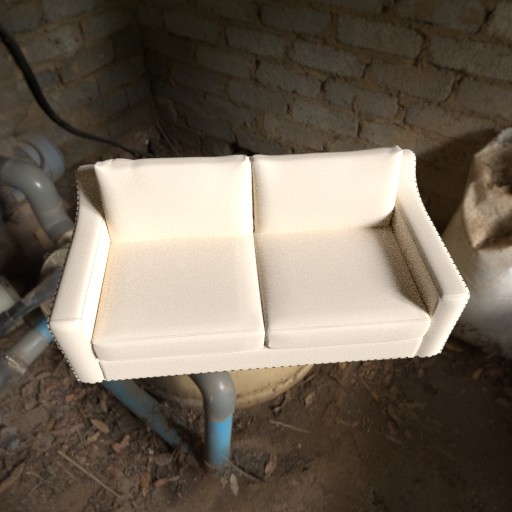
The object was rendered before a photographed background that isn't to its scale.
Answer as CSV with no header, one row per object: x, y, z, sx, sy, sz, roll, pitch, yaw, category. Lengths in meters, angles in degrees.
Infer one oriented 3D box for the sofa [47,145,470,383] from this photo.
0.000,0.000,2.256,1.812,0.830,0.949,-4,46,-3,sofa
